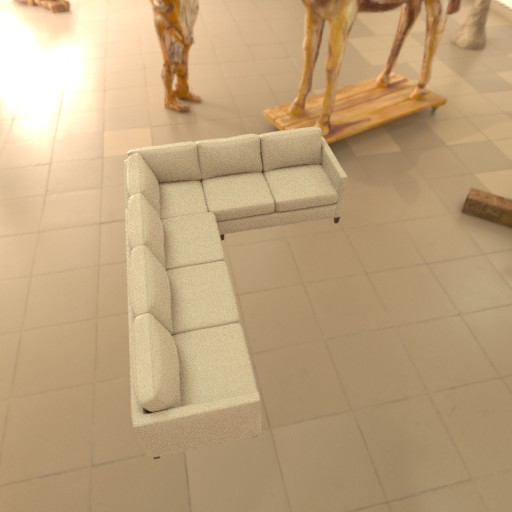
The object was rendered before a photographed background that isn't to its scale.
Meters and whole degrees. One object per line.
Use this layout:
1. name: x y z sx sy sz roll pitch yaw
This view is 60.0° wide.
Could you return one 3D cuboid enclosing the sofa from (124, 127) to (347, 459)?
1. sofa: 0.000 0.000 4.501 2.522 0.934 3.333 -9 47 -9
